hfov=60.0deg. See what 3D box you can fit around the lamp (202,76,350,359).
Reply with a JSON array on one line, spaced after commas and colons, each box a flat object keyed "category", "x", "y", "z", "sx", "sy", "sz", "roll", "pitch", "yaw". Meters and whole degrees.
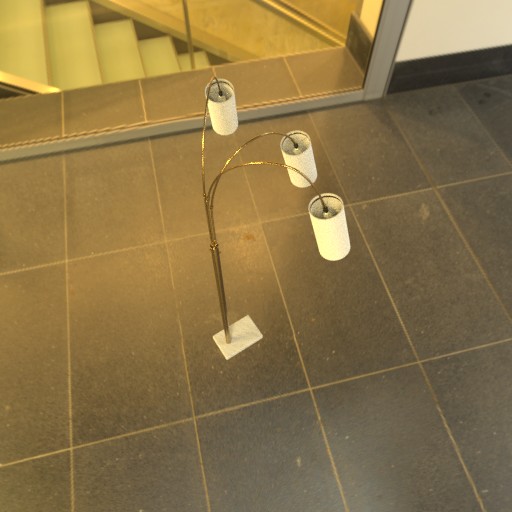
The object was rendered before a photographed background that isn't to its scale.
[{"category": "lamp", "x": 0.000, "y": 0.000, "z": 2.544, "sx": 0.667, "sy": 2.055, "sz": 1.020, "roll": -29, "pitch": 63, "yaw": -16}]
